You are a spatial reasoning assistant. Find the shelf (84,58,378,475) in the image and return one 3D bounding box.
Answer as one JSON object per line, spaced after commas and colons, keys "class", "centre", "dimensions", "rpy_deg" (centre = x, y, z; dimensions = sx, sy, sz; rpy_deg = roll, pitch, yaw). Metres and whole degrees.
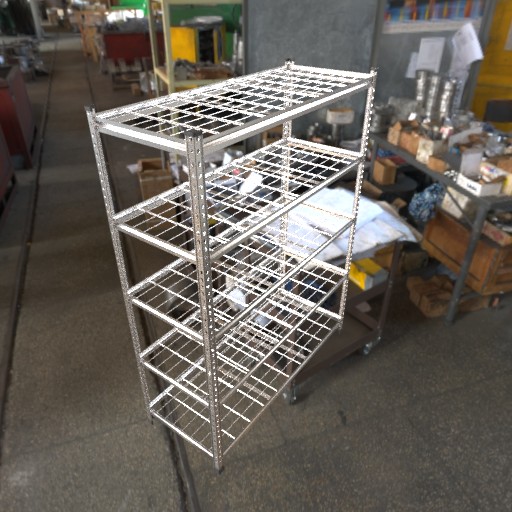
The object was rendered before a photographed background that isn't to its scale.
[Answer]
{"class": "shelf", "centre": [0.000, 0.000, 2.685], "dimensions": [0.610, 1.981, 1.524], "rpy_deg": [22, 38, 30]}
